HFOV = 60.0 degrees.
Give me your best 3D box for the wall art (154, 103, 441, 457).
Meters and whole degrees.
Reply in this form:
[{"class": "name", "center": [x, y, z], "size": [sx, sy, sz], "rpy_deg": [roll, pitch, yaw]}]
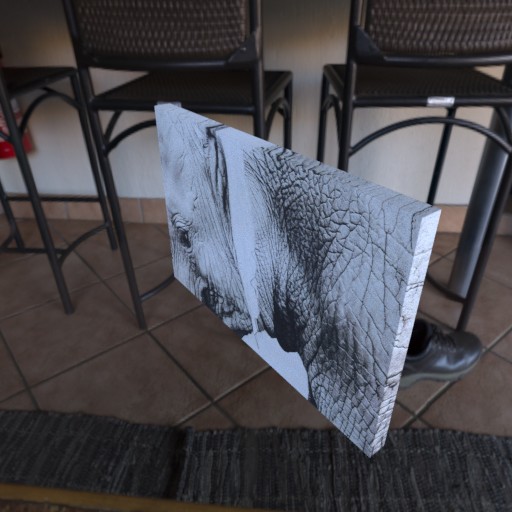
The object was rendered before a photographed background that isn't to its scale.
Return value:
[{"class": "wall art", "center": [0.000, 0.000, 0.782], "size": [0.035, 0.407, 0.613], "rpy_deg": [-22, 38, -31]}]
